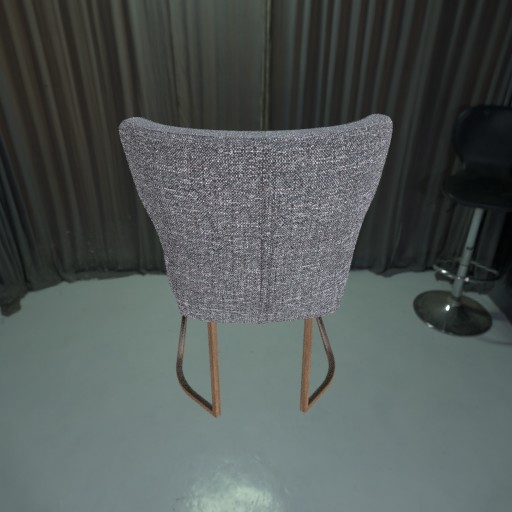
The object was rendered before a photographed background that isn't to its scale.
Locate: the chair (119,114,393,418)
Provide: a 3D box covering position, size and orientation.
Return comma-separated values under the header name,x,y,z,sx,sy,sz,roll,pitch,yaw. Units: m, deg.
name,x,y,z,sx,sy,sz,roll,pitch,yaw
chair,0.000,0.000,1.246,0.611,0.824,0.617,-2,30,-3
